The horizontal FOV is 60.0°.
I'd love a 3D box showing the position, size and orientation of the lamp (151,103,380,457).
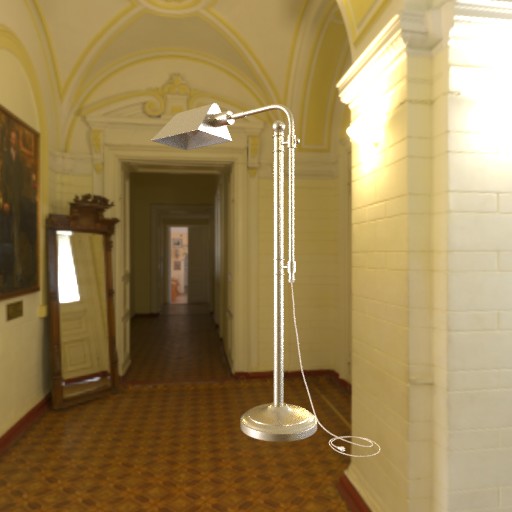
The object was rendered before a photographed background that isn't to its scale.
[{"bbox_3d":[0.000,0.000,0.958,0.546,0.708,0.159,0,0,37],"label":"lamp"}]
